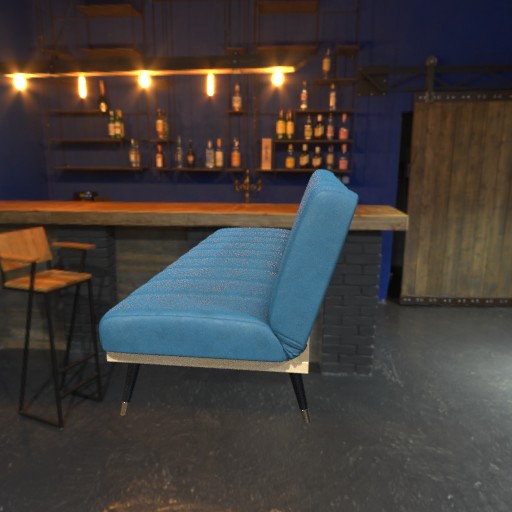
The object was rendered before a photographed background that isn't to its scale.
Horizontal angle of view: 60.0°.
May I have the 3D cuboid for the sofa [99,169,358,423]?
[{"bbox_3d":[0.000,0.000,2.257,0.830,0.825,1.810,2,13,7],"label":"sofa"}]
